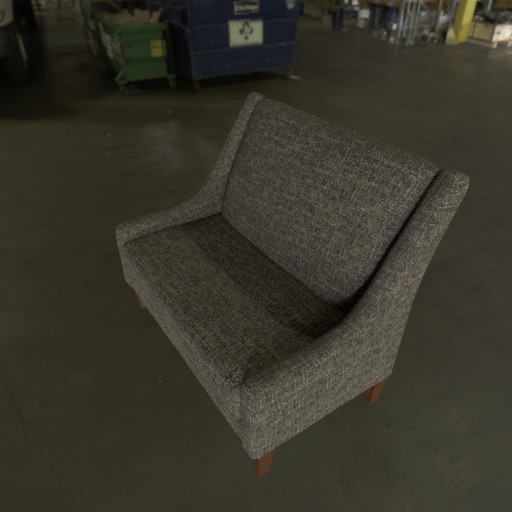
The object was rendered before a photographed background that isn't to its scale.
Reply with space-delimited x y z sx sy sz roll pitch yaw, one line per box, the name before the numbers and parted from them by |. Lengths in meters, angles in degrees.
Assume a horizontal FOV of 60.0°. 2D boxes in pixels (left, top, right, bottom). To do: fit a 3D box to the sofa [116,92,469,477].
sofa | 0.000 0.000 1.910 0.870 1.021 1.242 -21 40 -27
